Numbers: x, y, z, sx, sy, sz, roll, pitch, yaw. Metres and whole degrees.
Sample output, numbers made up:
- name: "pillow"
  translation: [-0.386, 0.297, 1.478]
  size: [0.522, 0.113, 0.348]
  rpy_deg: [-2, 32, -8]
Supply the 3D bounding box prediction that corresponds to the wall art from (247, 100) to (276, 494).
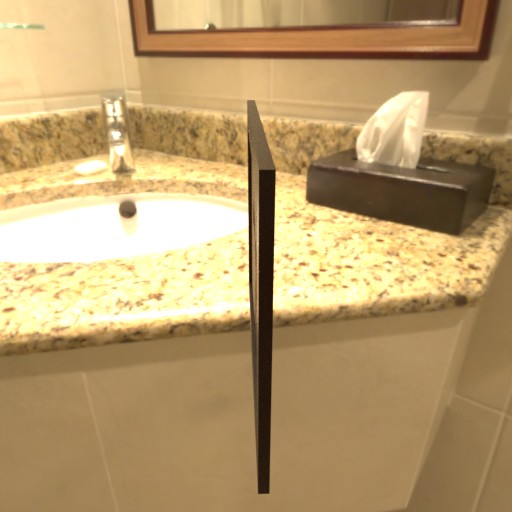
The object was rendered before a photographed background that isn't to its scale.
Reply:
- name: "wall art"
  translation: [0.000, 0.000, 1.622]
  size: [0.034, 0.952, 1.207]
  rpy_deg: [-1, 26, -2]
